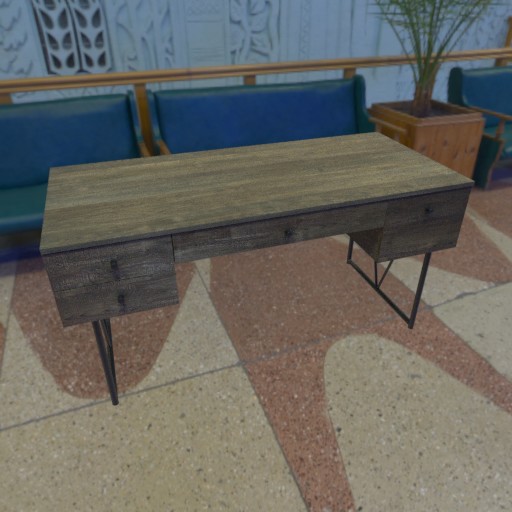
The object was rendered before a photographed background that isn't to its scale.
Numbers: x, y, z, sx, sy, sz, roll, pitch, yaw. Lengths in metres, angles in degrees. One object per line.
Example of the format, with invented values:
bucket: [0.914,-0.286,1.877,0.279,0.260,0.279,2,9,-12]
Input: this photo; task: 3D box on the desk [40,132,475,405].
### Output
desk: [0.000,0.000,2.021,1.600,0.780,0.730,-10,33,-16]
